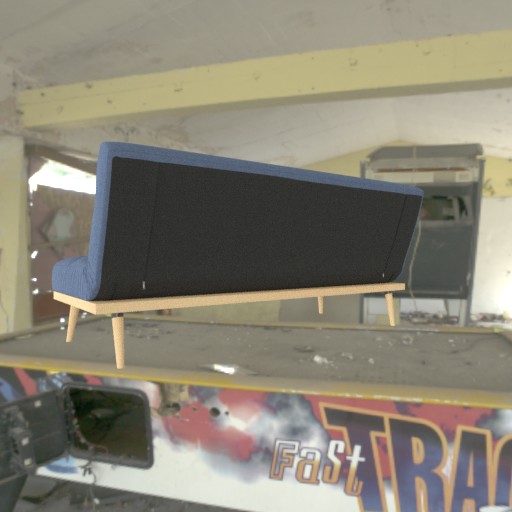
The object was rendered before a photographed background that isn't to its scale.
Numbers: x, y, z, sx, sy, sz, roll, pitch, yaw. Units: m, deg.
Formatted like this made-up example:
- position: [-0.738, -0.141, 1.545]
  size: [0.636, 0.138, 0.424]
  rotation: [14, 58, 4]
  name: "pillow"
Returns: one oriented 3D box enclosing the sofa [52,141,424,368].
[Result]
- position: [0.000, 0.000, 2.274]
  size: [1.800, 0.800, 0.796]
  rotation: [0, 0, -36]
  name: "sofa"
